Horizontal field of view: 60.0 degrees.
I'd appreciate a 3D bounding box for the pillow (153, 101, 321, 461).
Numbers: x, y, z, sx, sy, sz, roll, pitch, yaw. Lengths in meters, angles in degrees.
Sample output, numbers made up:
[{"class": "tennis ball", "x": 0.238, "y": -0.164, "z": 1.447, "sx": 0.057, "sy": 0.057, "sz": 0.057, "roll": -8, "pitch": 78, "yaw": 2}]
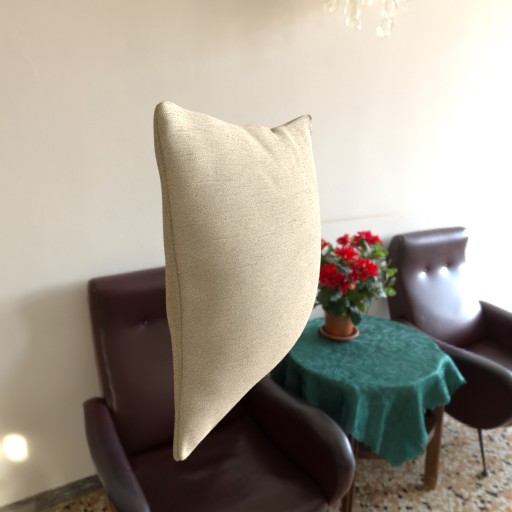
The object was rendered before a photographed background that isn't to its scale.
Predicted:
[{"class": "pillow", "x": 0.000, "y": 0.000, "z": 0.668, "sx": 0.162, "sy": 0.420, "sz": 0.437, "roll": 7, "pitch": 17, "yaw": 25}]
